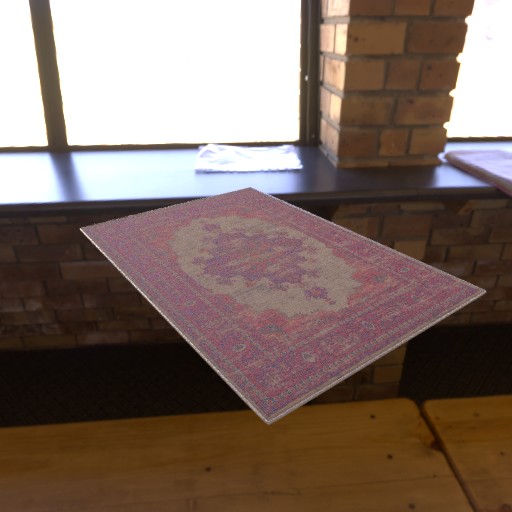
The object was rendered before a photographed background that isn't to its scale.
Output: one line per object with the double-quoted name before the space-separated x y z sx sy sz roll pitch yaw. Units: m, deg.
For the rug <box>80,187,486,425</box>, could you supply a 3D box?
"rug" 0.000 0.000 3.677 2.005 0.014 2.878 -19 33 -32
